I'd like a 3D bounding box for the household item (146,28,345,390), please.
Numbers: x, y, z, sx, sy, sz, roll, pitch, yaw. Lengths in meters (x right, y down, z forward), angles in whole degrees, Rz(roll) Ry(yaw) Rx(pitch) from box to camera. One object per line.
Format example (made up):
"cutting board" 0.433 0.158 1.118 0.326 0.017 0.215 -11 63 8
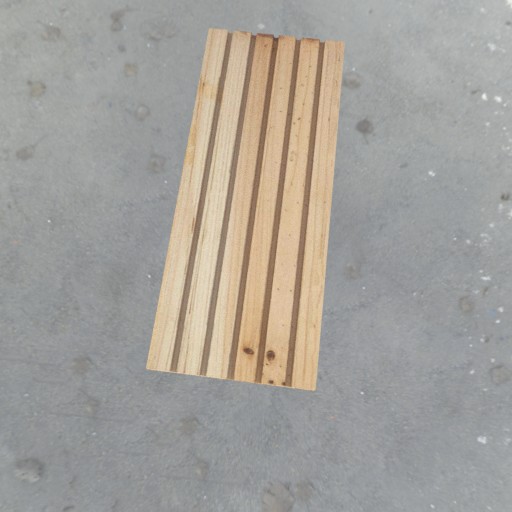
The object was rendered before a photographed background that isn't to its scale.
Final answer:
"household item" 0.000 0.000 0.553 0.123 0.407 0.301 7 74 2
